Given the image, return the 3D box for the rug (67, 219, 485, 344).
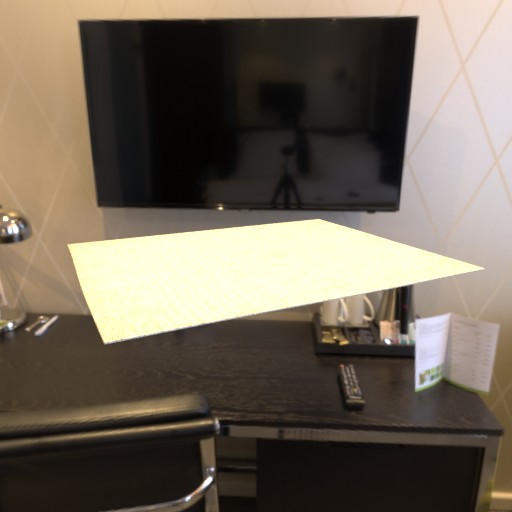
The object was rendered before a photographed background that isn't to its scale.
[{"bbox_3d":[0.000,0.000,4.078,3.061,0.014,2.447,-8,17,-25],"label":"rug"}]
